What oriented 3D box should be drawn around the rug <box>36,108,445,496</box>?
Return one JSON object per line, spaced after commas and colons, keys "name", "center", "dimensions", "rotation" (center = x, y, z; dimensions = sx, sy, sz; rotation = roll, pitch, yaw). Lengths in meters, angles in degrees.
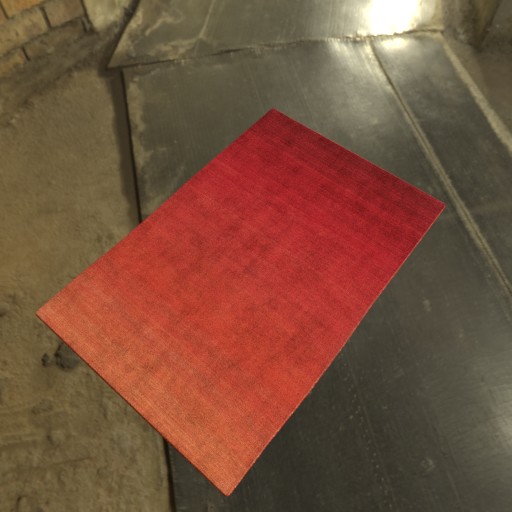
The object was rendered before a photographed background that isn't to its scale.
{"name": "rug", "center": [0.000, 0.000, 2.276], "dimensions": [1.230, 0.018, 1.835], "rotation": [35, 65, 19]}
